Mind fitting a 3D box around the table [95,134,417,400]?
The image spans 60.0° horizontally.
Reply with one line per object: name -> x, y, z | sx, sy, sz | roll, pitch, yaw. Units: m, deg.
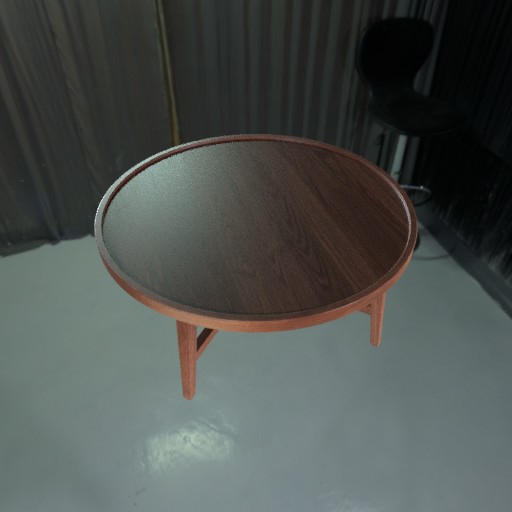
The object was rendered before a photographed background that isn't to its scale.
table -> 0.000, 0.000, 1.256 | 0.800, 0.360, 0.800 | 0, 41, 0
